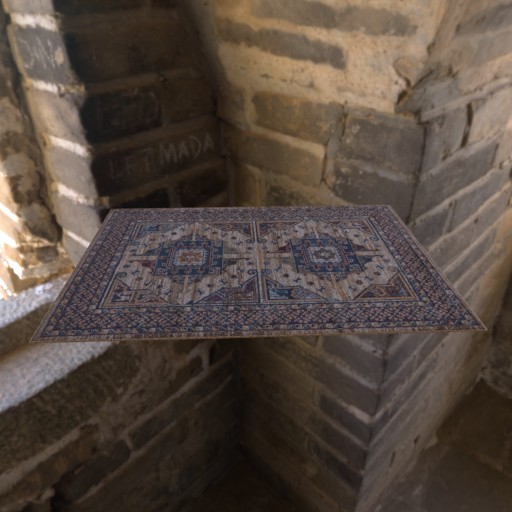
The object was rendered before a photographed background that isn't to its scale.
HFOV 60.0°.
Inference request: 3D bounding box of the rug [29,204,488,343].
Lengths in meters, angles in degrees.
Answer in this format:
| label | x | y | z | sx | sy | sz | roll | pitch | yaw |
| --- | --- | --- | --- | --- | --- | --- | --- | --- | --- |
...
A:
| label | x | y | z | sx | sy | sz | roll | pitch | yaw |
| --- | --- | --- | --- | --- | --- | --- | --- | --- | --- |
| rug | 0.000 | 0.000 | 2.848 | 2.227 | 0.008 | 1.611 | -1 | 29 | -2 |
